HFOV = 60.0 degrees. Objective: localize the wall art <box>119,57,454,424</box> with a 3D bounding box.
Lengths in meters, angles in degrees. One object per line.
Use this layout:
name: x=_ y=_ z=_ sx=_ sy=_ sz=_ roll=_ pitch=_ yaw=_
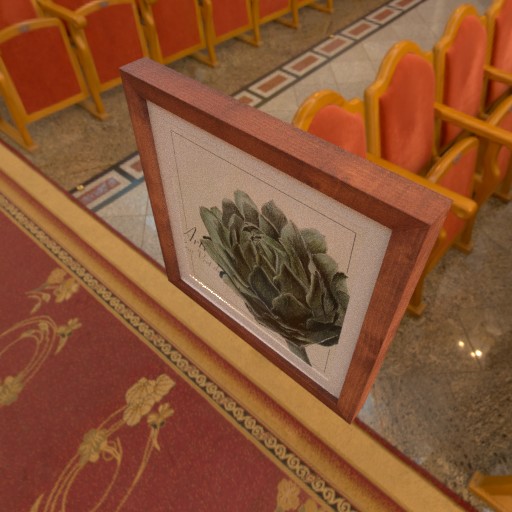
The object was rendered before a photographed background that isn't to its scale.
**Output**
wall art: x=0.000 y=0.000 z=0.571 sx=0.386 sy=0.385 sz=0.038 roll=34 pitch=56 yaw=27
